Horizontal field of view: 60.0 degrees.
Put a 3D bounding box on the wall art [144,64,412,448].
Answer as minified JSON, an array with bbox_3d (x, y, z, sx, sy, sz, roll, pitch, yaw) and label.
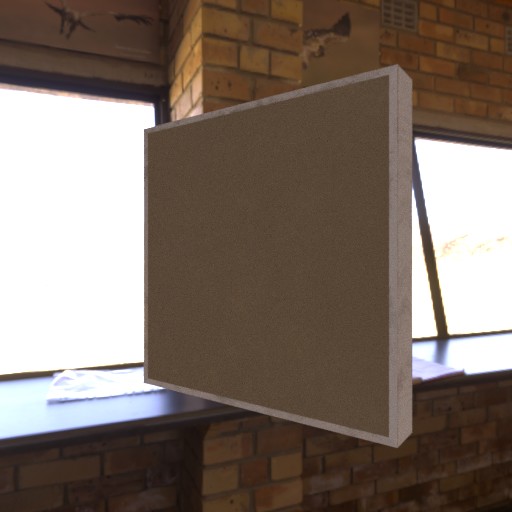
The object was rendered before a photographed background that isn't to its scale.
[{"bbox_3d":[0.000,0.000,0.455,0.305,0.303,0.038,0,0,36],"label":"wall art"}]
